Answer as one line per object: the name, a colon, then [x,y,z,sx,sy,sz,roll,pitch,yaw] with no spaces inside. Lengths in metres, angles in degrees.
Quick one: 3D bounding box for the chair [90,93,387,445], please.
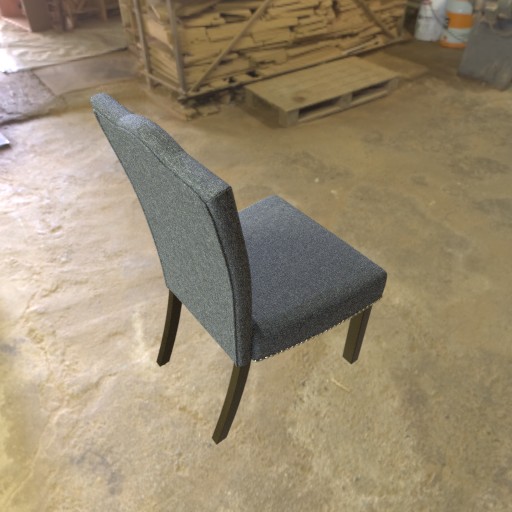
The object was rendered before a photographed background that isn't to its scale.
chair: [0.000,0.000,1.255,0.589,0.946,0.518,-28,49,-27]
